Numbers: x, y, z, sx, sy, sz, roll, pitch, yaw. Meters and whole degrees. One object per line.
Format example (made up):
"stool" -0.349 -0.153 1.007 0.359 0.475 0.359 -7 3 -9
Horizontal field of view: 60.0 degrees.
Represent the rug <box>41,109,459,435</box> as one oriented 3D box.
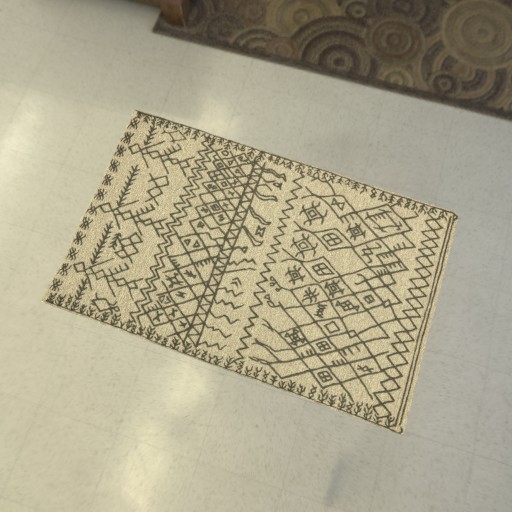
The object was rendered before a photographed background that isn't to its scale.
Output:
"rug" 0.000 0.000 2.987 2.444 0.012 1.530 19 76 5
